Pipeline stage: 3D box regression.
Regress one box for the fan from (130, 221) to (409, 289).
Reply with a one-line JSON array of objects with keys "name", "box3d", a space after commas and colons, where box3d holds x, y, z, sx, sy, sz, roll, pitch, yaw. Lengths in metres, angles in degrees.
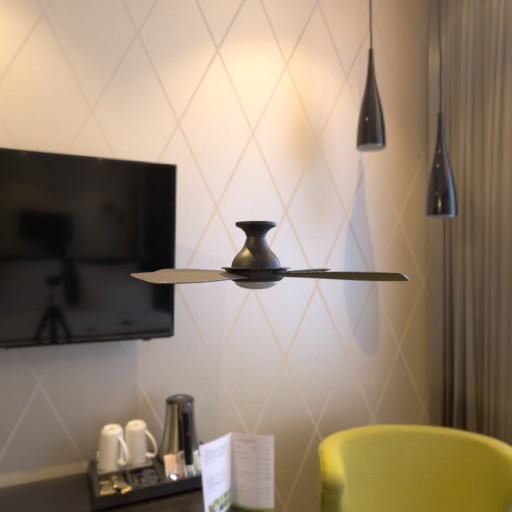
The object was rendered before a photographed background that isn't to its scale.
[{"name": "fan", "box3d": [0.000, 0.000, 2.529, 1.694, 0.382, 1.694, -1, -1, 35]}]
